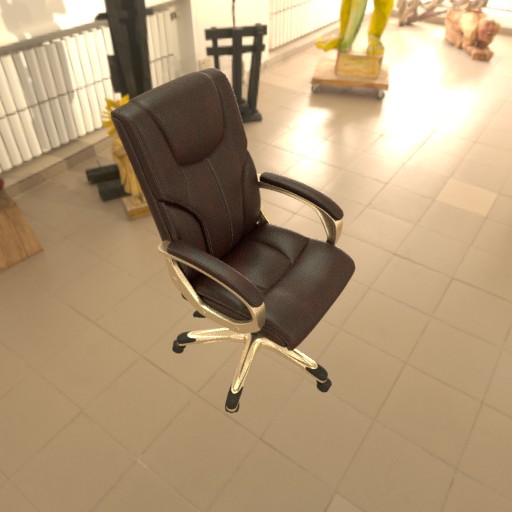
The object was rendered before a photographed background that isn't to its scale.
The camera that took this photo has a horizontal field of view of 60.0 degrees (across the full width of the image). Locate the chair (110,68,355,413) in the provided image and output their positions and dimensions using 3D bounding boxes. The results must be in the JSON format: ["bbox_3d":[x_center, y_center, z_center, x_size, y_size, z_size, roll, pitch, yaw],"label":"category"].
[{"bbox_3d":[0.000,0.000,1.614,0.739,1.107,0.662,25,48,25],"label":"chair"}]
